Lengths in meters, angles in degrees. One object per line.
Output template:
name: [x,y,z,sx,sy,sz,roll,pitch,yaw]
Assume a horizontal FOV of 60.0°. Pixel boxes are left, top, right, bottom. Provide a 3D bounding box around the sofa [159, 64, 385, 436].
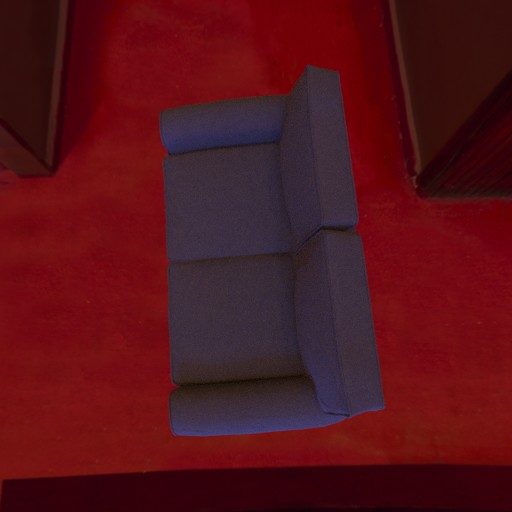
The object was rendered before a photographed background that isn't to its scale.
sofa: [0.000,0.000,2.443,0.997,1.059,1.801,-4,77,-1]
